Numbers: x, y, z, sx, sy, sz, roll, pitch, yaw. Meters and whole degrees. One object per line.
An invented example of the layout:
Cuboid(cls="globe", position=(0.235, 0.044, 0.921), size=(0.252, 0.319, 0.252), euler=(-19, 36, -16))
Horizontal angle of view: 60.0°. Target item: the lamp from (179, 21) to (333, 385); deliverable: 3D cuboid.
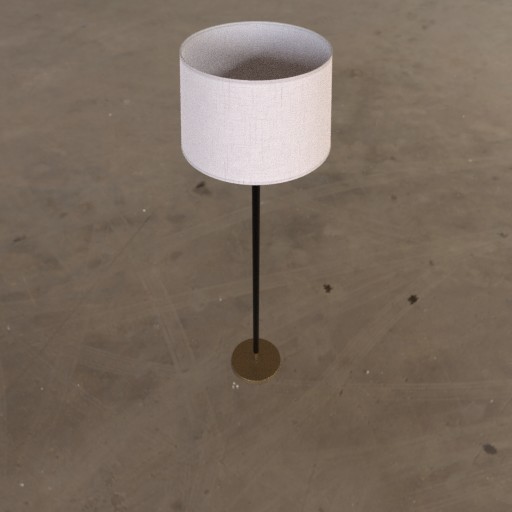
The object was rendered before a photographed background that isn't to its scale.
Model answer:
Cuboid(cls="lamp", position=(0.000, 0.000, 1.591), size=(0.420, 1.447, 0.420), euler=(0, 46, 0))
